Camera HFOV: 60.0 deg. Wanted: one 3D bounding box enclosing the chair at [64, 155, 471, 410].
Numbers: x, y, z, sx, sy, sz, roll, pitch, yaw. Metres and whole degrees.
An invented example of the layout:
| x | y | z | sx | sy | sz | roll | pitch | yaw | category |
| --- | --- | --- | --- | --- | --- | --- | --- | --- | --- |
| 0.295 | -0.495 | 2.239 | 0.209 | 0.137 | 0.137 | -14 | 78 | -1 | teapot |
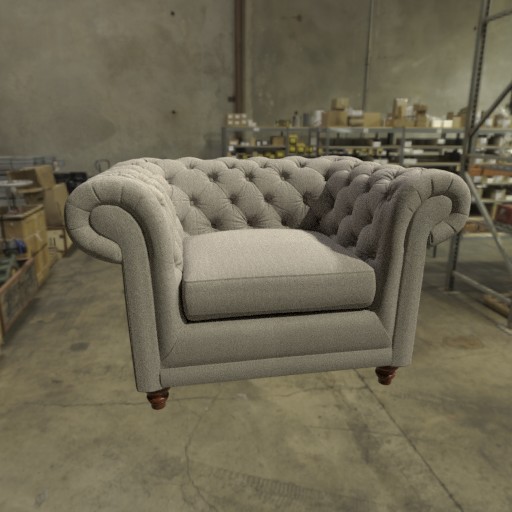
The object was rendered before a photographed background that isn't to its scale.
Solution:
| x | y | z | sx | sy | sz | roll | pitch | yaw | category |
| --- | --- | --- | --- | --- | --- | --- | --- | --- | --- |
| 0.000 | 0.000 | 1.834 | 1.270 | 0.770 | 0.976 | -3 | 16 | -10 | chair |
